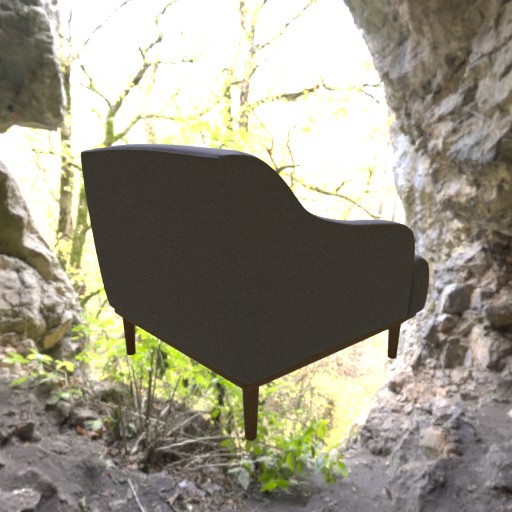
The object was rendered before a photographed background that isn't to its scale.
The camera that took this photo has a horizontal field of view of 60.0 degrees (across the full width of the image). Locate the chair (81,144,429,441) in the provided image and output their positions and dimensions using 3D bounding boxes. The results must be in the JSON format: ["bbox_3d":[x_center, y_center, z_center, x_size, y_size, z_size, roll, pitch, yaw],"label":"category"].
[{"bbox_3d":[0.000,0.000,1.659,0.951,0.818,0.946,-13,20,-41],"label":"chair"}]
